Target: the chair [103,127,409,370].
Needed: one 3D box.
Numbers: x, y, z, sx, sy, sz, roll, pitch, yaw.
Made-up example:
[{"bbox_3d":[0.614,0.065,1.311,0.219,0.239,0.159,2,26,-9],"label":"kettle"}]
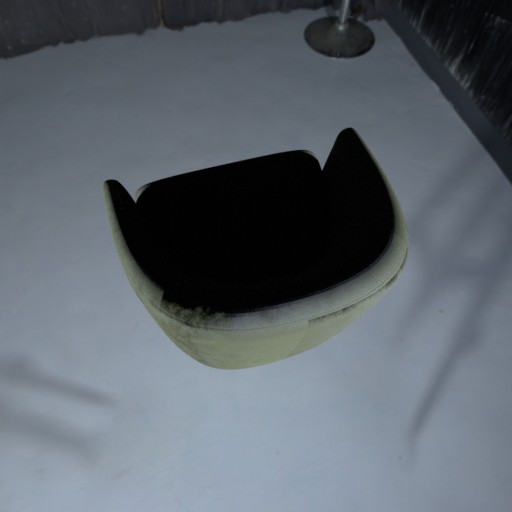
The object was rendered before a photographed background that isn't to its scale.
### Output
[{"bbox_3d":[0.000,0.000,1.385,0.773,0.698,0.767,-14,60,-9],"label":"chair"}]
